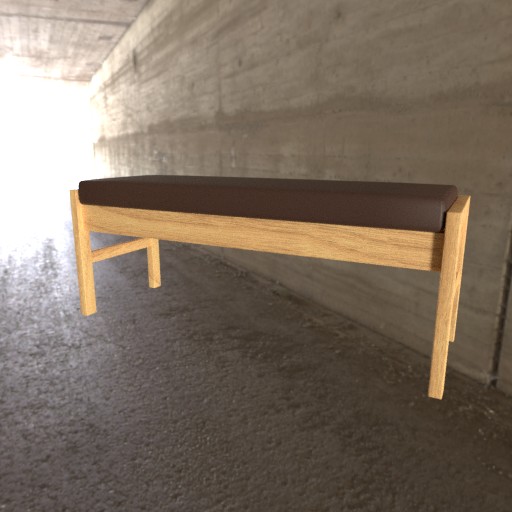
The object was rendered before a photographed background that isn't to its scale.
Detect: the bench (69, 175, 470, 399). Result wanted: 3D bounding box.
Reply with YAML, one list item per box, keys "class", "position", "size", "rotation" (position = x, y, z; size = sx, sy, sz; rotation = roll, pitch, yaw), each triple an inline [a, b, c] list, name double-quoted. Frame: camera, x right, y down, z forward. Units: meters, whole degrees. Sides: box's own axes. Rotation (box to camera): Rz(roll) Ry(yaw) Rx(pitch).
- class: "bench"
  position: [0.000, 0.000, 1.436]
  size: [1.200, 0.480, 0.405]
  rotation: [7, 15, 27]
